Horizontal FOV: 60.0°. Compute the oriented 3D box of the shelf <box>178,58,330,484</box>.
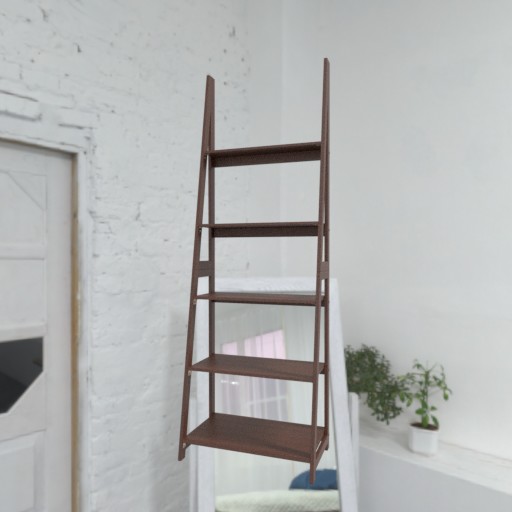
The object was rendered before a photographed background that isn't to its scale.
[{"bbox_3d":[0.000,0.000,1.976,0.600,1.770,0.350,0,1,19],"label":"shelf"}]
